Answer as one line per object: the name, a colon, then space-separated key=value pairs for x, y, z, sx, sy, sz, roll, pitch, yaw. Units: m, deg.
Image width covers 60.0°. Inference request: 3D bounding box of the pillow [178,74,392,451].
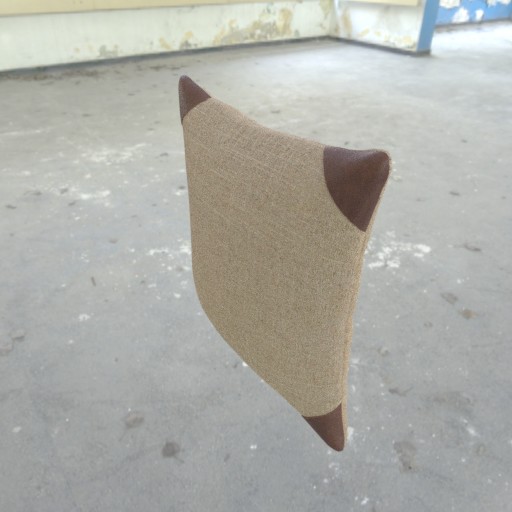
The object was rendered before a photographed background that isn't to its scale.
pillow: x=0.000 y=0.000 z=0.669 sx=0.147 sy=0.448 sz=0.437 roll=-21 pitch=39 yaw=-29
